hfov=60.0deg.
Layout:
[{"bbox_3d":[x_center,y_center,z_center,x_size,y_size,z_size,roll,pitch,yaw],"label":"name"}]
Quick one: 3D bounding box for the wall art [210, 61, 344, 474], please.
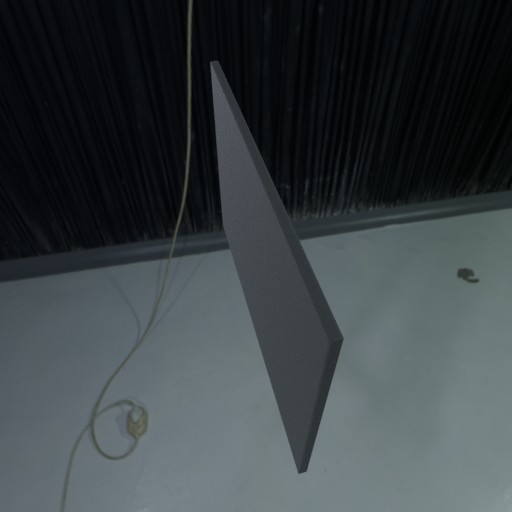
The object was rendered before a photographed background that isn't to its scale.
[{"bbox_3d":[0.000,0.000,1.225,0.049,0.659,0.964,-10,49,-9],"label":"wall art"}]
